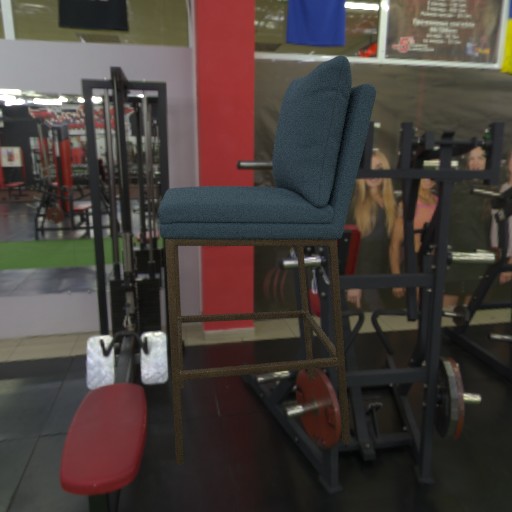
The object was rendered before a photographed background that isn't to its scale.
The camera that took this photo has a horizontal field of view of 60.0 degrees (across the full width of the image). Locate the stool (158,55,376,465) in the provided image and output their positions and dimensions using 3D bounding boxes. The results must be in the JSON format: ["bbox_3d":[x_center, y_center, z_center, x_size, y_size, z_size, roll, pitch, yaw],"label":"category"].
[{"bbox_3d":[0.000,0.000,1.410,0.568,1.124,0.463,-2,14,-9],"label":"stool"}]
